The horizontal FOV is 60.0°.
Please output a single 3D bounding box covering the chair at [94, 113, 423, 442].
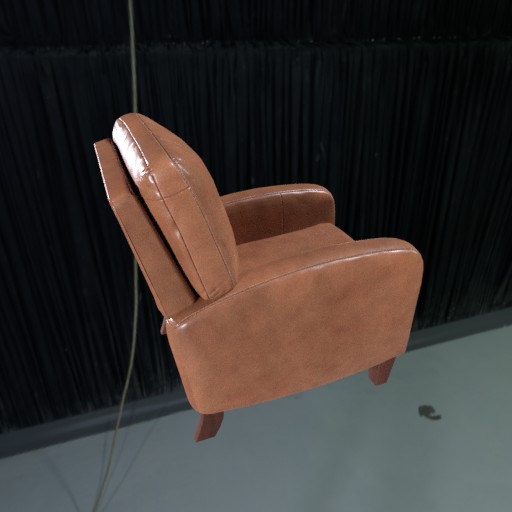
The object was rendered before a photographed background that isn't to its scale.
[{"bbox_3d":[0.000,0.000,1.659,0.990,0.990,0.762,-11,30,-19],"label":"chair"}]
